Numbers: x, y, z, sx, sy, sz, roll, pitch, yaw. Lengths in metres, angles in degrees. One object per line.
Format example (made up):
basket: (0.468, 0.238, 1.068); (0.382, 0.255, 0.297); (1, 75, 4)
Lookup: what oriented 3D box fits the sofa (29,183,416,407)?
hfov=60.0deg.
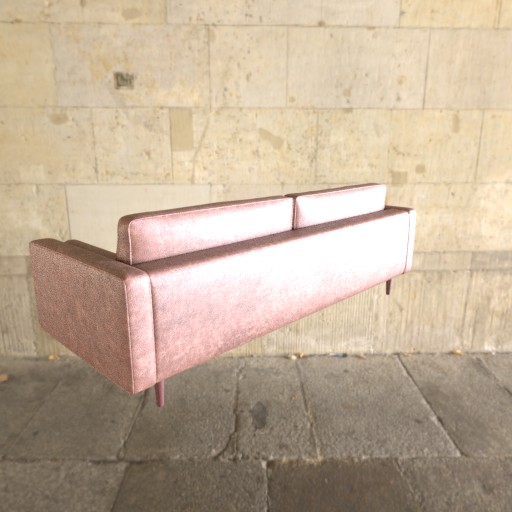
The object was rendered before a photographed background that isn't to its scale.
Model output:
sofa: (0.000, 0.000, 2.591); (0.914, 0.762, 2.210); (14, 20, 43)
